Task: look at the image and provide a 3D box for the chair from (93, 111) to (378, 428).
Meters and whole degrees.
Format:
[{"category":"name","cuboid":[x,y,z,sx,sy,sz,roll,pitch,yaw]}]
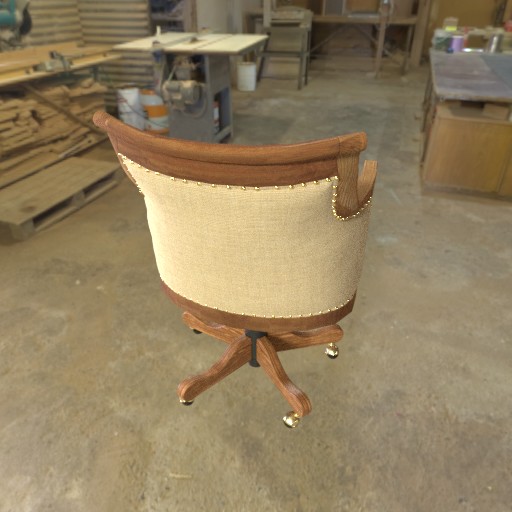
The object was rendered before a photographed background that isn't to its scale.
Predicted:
[{"category":"chair","cuboid":[0.000,0.000,1.395,0.656,0.965,0.689,9,32,14]}]
